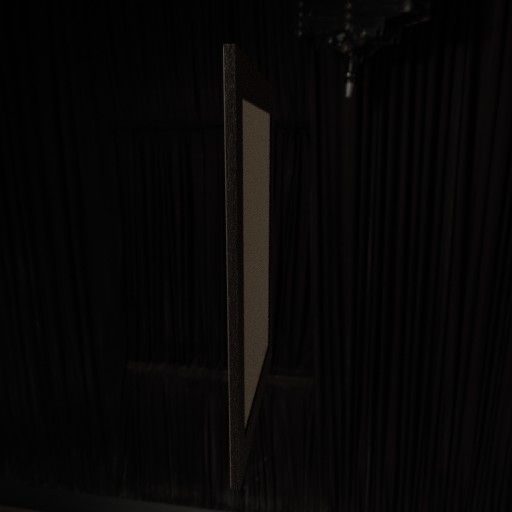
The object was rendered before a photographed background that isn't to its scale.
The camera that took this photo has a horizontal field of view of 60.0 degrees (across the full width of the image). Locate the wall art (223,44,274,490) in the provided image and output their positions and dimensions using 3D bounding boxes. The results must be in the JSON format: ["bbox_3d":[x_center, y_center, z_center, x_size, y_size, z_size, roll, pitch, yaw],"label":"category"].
[{"bbox_3d":[0.000,0.000,0.658,0.013,0.508,0.359,2,14,8],"label":"wall art"}]
